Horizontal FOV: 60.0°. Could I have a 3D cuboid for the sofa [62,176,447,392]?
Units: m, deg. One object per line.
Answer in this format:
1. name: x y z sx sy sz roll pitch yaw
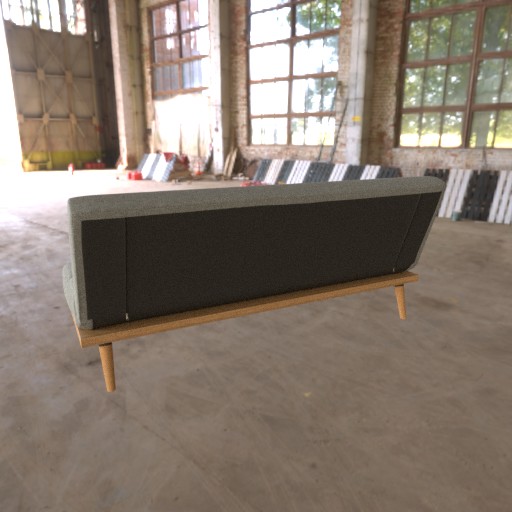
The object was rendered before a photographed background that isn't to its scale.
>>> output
1. sofa: 0.000 0.000 2.285 1.820 0.800 0.800 -8 17 -26
